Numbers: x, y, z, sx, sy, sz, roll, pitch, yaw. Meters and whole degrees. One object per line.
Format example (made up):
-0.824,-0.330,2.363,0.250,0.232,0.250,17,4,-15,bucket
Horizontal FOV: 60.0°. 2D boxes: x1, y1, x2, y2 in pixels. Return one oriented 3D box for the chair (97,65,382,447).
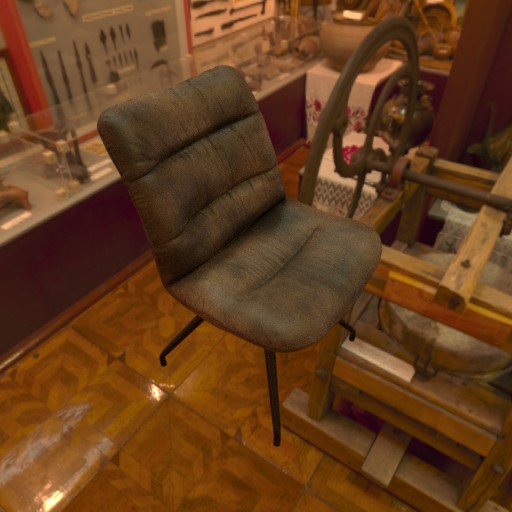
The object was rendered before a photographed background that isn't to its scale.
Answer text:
0.000,0.000,1.279,0.622,0.870,0.549,26,47,27,chair
